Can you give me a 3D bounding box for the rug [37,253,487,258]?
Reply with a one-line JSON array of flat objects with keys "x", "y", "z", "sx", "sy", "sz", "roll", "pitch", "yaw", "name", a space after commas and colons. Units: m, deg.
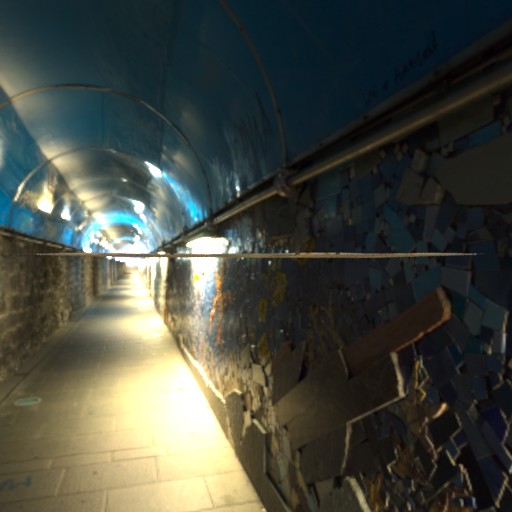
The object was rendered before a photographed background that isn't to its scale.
[{"x": 0.000, "y": 0.000, "z": 3.970, "sx": 3.000, "sy": 0.012, "sz": 2.371, "roll": 0, "pitch": -1, "yaw": 0, "name": "rug"}]
